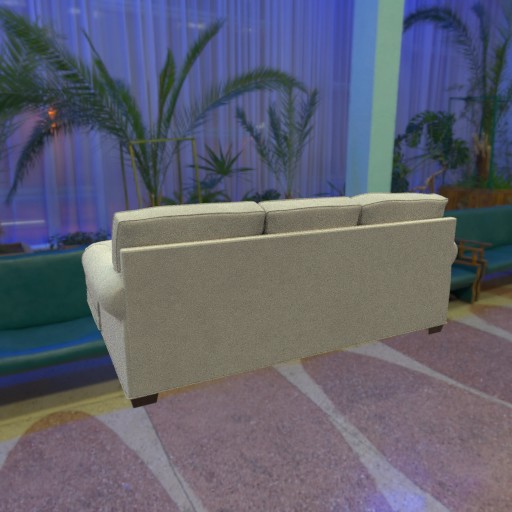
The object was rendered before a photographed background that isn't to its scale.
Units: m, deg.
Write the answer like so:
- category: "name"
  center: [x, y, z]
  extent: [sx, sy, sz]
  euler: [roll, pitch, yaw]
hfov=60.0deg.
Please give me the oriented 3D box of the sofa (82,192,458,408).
- category: "sofa"
  center: [0.000, 0.000, 2.422]
  extent: [1.770, 0.734, 1.226]
  euler: [-7, 15, -25]
